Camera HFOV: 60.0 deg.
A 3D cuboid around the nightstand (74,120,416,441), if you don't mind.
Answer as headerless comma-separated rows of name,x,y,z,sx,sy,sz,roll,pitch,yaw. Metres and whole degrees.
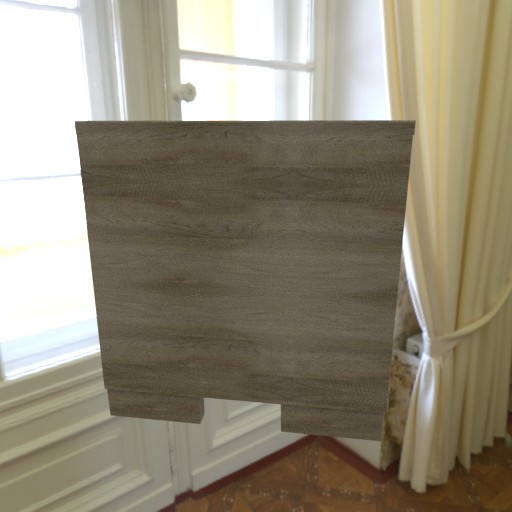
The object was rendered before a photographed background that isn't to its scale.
nightstand,0.000,0.000,0.771,0.427,0.448,0.347,2,17,8
